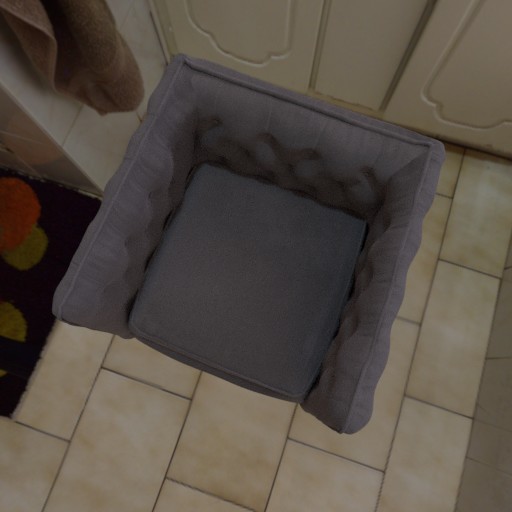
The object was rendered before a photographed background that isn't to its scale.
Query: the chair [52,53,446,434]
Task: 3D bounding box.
[{"bbox_3d":[0.000,0.000,1.621,0.946,0.807,0.913,21,77,5],"label":"chair"}]
